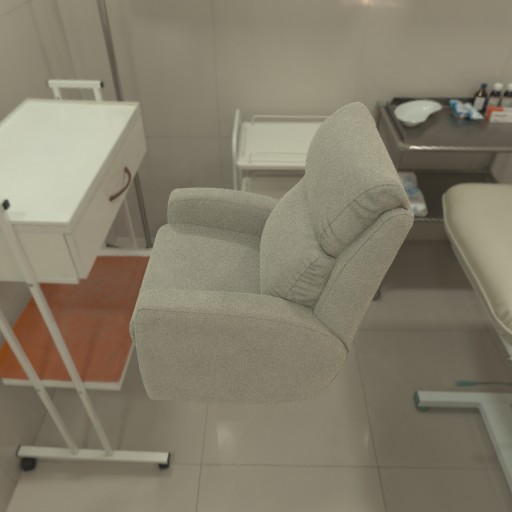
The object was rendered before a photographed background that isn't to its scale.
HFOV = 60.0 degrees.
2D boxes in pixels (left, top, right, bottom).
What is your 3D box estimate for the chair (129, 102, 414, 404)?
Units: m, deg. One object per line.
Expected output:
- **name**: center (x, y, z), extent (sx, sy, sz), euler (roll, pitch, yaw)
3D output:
- **chair**: center (0.000, 0.000, 1.746), extent (0.940, 1.021, 0.794), euler (1, 41, 1)
